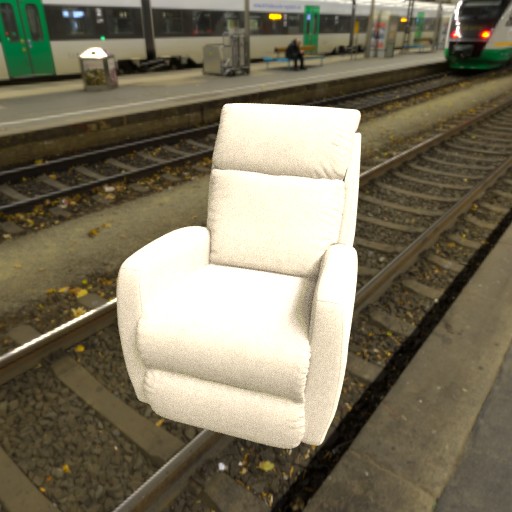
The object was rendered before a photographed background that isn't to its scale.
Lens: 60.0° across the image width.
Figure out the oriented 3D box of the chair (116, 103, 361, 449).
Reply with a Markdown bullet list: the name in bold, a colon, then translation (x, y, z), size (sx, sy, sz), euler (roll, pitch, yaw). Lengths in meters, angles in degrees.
- **chair**: translation (0.000, 0.000, 1.725), size (0.812, 1.015, 0.941), euler (8, 28, 15)
